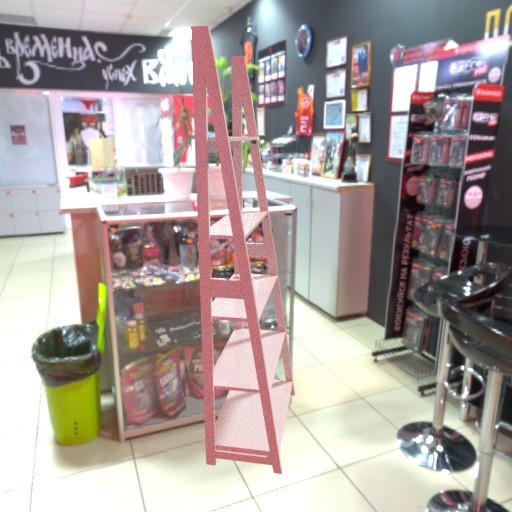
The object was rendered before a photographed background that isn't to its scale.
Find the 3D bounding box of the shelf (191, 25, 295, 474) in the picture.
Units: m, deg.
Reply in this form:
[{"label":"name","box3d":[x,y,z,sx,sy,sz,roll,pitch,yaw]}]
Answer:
[{"label":"shelf","box3d":[0.000,0.000,2.019,0.341,1.779,0.636,3,15,10]}]
